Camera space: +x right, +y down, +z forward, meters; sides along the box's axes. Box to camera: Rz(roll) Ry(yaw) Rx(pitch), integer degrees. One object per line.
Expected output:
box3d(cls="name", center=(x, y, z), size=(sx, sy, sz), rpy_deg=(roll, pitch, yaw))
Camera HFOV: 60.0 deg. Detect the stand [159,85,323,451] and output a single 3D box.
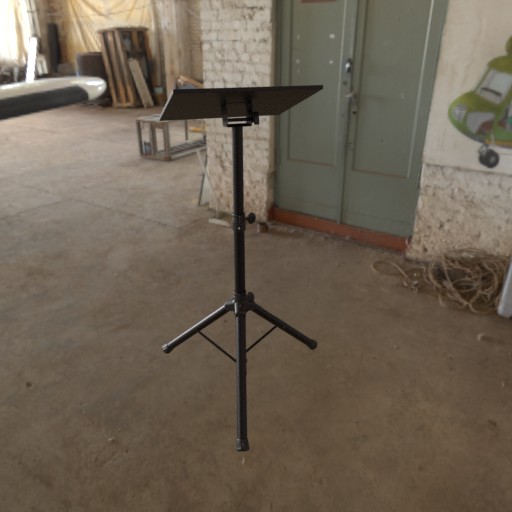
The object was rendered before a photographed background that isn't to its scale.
box3d(cls="stand", center=(0.000, 0.000, 1.650), size=(0.702, 1.198, 0.702), rpy_deg=(-8, 27, -17))
